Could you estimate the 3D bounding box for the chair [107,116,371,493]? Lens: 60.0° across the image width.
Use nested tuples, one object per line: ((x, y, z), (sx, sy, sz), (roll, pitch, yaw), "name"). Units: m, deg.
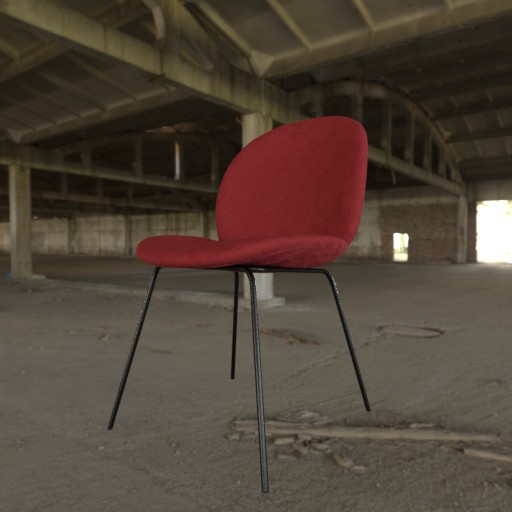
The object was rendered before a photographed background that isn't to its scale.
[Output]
((0.000, 0.000, 1.097), (0.458, 0.791, 0.587), (1, 3, 36), "chair")
